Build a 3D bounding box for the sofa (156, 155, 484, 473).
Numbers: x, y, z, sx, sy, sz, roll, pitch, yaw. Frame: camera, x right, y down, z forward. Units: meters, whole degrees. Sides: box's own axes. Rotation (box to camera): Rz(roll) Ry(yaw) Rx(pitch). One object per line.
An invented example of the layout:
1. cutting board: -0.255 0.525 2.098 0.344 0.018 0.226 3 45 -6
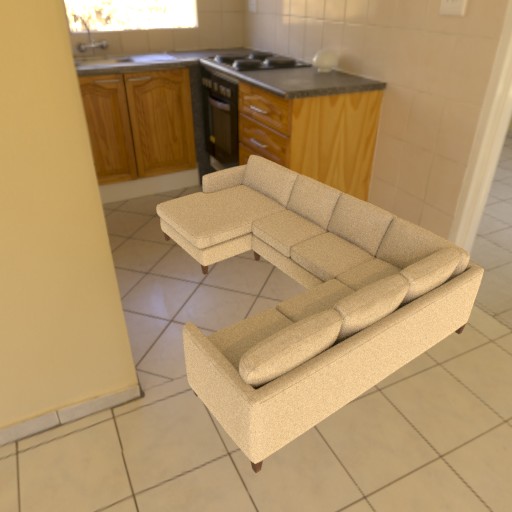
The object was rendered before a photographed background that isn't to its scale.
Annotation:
1. sofa: 0.000 0.000 4.601 2.593 0.959 3.460 -21 37 -30
